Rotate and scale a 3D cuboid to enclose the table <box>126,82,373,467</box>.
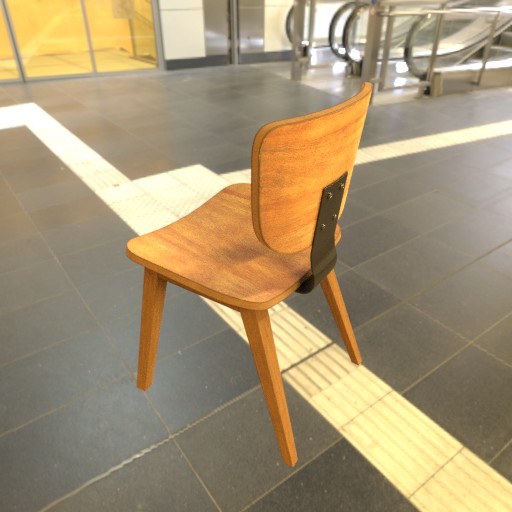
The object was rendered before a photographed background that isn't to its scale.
[{"bbox_3d":[0.000,0.000,1.114,0.500,0.805,0.499,20,38,28],"label":"table"}]
